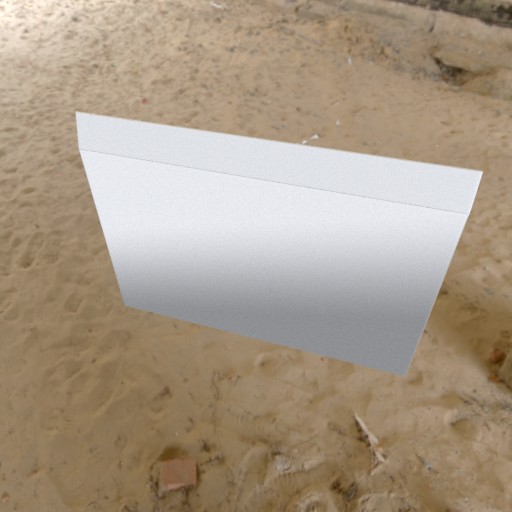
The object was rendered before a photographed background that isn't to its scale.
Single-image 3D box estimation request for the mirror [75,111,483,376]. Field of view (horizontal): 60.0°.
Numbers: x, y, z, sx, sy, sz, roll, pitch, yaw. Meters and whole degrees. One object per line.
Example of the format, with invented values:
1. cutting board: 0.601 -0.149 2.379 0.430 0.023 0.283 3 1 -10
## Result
1. mirror: 0.000 0.000 1.117 0.870 0.630 0.030 12 43 13
